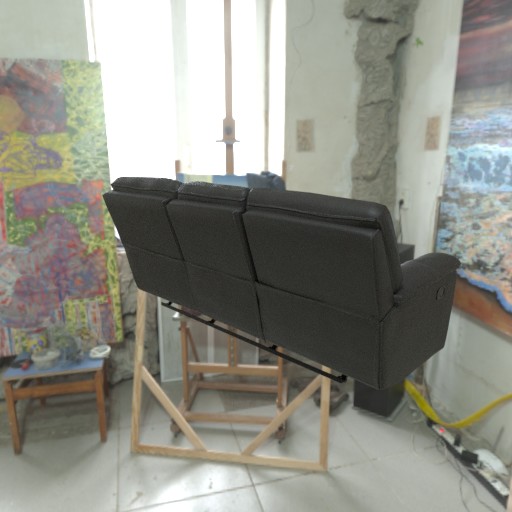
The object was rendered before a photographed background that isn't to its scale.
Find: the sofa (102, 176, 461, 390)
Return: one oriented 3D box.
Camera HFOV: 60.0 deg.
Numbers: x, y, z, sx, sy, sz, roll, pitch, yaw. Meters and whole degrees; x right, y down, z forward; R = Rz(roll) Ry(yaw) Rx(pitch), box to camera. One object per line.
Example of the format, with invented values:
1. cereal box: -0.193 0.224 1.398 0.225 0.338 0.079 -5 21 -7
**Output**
1. sofa: 0.000 0.000 3.284 2.627 1.134 1.104 14 20 43
